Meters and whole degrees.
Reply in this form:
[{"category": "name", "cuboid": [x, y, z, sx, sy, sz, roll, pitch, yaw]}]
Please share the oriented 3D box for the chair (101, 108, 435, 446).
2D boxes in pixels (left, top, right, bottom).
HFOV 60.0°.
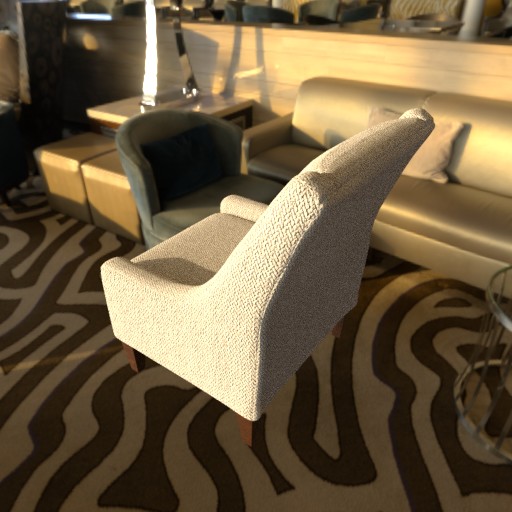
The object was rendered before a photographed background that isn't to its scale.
[{"category": "chair", "cuboid": [0.000, 0.000, 1.604, 0.870, 1.014, 0.774, 21, 38, 30]}]
